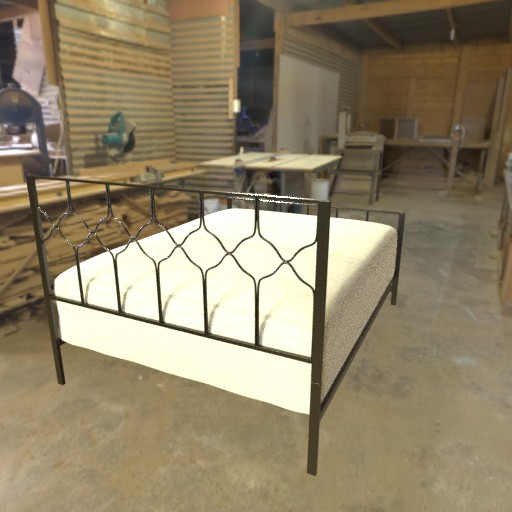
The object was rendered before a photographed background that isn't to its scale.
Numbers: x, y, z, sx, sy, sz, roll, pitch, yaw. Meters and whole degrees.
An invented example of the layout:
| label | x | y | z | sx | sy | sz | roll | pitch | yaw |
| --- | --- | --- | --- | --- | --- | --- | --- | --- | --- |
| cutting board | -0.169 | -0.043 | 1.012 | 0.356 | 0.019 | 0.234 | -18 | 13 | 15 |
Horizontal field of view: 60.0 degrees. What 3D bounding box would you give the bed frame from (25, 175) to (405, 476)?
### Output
| label | x | y | z | sx | sy | sz | roll | pitch | yaw |
| --- | --- | --- | --- | --- | --- | --- | --- | --- | --- |
| bed frame | 0.000 | 0.000 | 2.981 | 1.597 | 1.222 | 2.063 | 8 | 20 | 25 |
